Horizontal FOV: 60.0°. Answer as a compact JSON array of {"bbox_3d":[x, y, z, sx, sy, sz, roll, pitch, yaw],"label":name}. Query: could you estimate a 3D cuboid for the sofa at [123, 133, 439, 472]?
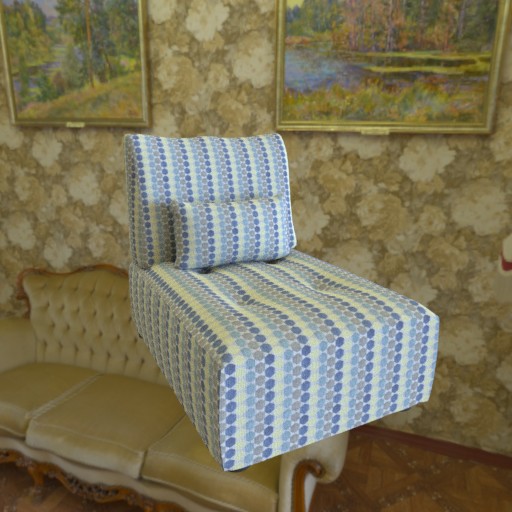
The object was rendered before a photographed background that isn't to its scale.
[{"bbox_3d":[0.000,0.000,1.533,0.700,0.820,1.000,-8,17,-26],"label":"sofa"}]
